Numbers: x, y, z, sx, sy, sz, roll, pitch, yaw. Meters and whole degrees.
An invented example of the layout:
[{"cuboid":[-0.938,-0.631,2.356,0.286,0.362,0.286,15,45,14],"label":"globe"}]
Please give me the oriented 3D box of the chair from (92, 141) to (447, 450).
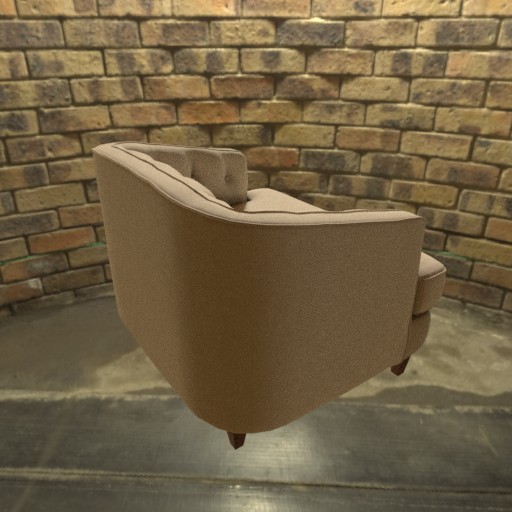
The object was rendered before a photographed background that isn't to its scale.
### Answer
[{"cuboid":[0.000,0.000,1.715,0.941,0.852,1.104,-18,32,-31],"label":"chair"}]
